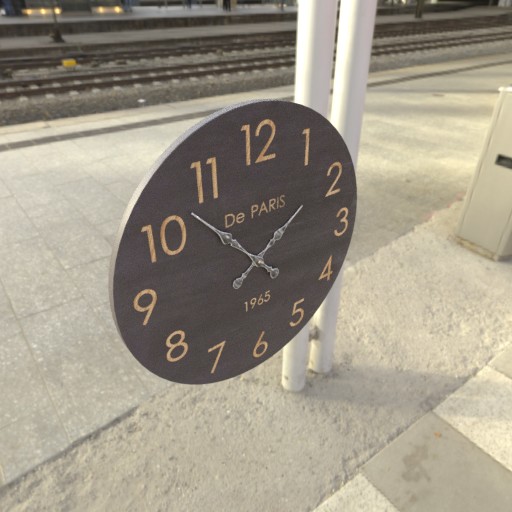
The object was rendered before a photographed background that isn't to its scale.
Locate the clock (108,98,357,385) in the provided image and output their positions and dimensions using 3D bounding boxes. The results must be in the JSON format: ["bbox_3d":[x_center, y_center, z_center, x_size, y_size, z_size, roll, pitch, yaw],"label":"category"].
[{"bbox_3d":[0.000,0.000,0.886,0.595,0.595,0.029,-23,38,-33],"label":"clock"}]
